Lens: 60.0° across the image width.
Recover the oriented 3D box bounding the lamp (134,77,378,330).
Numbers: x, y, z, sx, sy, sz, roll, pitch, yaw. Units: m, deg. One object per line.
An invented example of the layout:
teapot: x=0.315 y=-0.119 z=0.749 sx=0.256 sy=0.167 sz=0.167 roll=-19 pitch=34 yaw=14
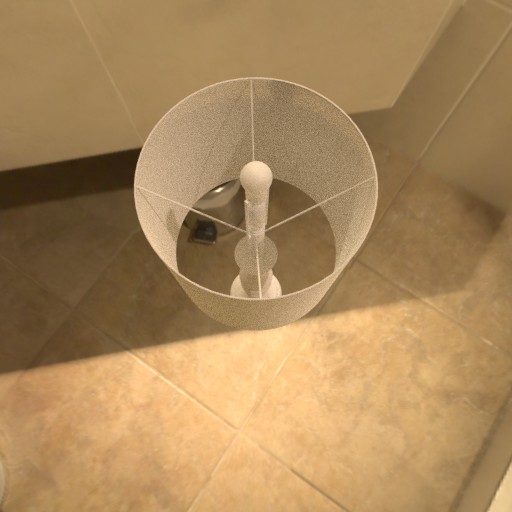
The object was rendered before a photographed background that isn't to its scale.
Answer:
lamp: x=0.000 y=0.000 z=0.720 sx=0.250 sy=0.597 sz=0.250 roll=-2 pitch=74 yaw=-1
